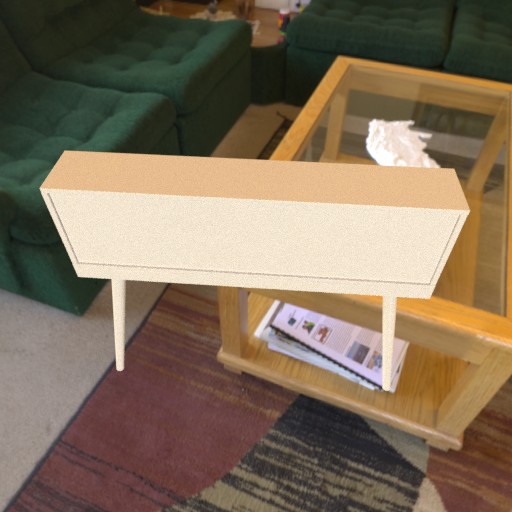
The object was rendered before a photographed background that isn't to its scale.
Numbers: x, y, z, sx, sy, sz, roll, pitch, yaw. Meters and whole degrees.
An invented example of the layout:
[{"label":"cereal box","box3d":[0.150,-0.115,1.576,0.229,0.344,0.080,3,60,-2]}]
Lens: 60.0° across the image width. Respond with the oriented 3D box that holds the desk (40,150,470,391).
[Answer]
[{"label":"desk","box3d":[0.000,0.000,1.758,1.199,0.990,0.559,3,47,3]}]
